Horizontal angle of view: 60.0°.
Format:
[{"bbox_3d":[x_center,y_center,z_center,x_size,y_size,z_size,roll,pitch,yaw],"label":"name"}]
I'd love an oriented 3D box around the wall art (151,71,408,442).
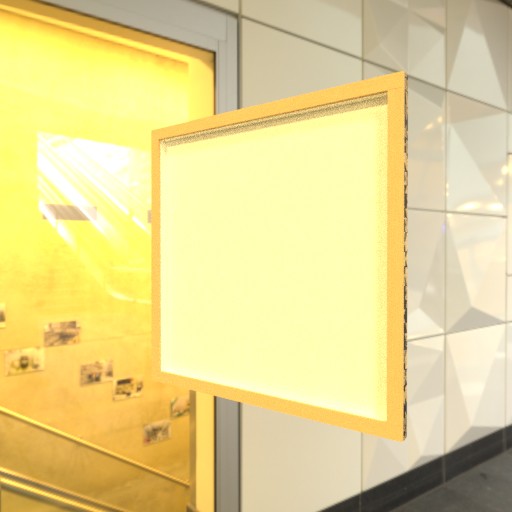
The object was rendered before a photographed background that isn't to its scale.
[{"bbox_3d":[0.000,0.000,1.367,0.914,0.914,0.038,0,1,36],"label":"wall art"}]
